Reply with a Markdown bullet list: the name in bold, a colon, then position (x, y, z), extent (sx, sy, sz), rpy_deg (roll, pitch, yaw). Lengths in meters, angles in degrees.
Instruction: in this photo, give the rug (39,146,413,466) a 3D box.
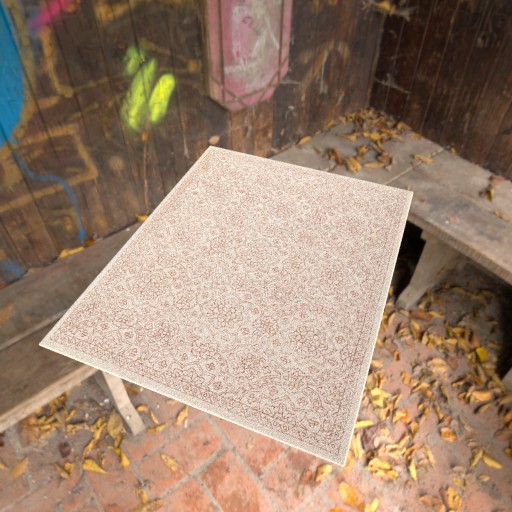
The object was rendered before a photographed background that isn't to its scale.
- **rug**: position (0.000, 0.000, 4.128), extent (2.441, 0.015, 3.050), rpy_deg (16, 48, 15)
